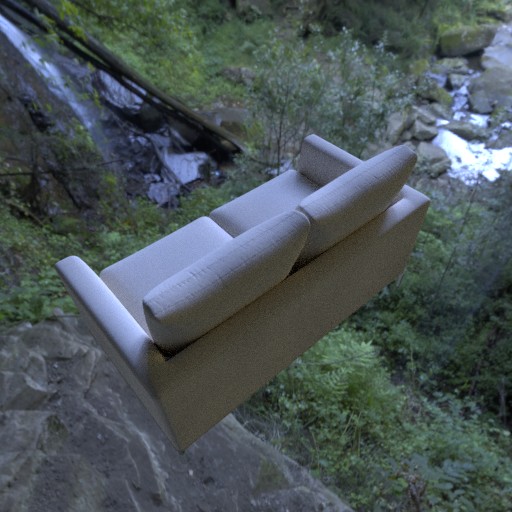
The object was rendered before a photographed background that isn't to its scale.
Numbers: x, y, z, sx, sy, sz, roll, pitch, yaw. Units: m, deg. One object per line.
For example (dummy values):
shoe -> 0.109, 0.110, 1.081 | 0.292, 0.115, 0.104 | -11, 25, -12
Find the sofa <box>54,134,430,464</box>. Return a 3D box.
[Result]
sofa -> 0.000, 0.000, 2.356 | 1.739, 0.995, 0.906 | -32, 54, -27
